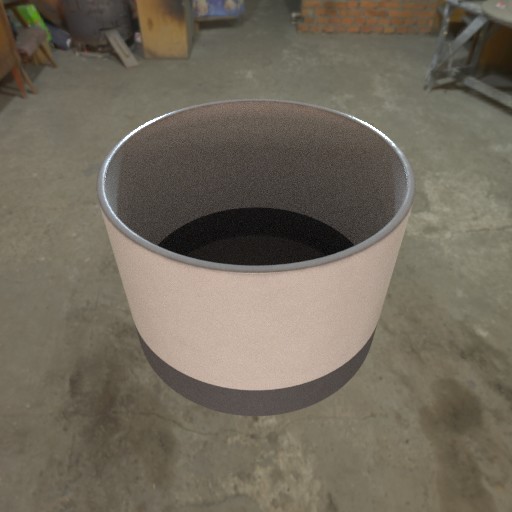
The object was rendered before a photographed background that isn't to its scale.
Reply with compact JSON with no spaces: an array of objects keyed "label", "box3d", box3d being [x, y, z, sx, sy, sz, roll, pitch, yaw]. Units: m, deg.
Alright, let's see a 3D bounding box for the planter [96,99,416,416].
[{"label":"planter","box3d":[0.000,0.000,0.219,0.128,0.105,0.128,0,43,0]}]
